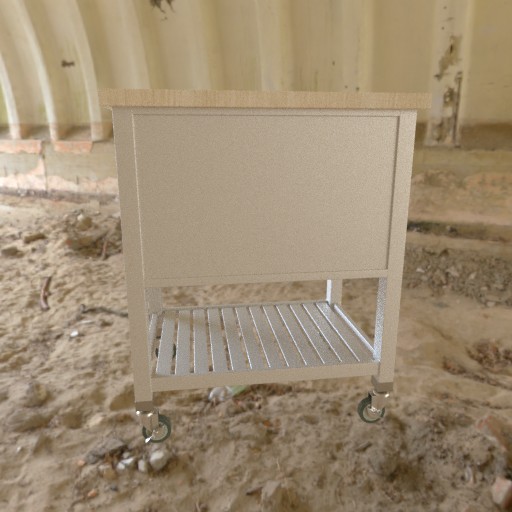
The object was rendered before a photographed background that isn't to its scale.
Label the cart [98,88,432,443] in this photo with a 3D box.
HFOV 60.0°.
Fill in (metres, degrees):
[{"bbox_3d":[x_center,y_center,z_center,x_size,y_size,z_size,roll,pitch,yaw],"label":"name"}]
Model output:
[{"bbox_3d":[0.000,0.000,1.381,0.762,0.914,0.559,-2,15,-8],"label":"cart"}]
